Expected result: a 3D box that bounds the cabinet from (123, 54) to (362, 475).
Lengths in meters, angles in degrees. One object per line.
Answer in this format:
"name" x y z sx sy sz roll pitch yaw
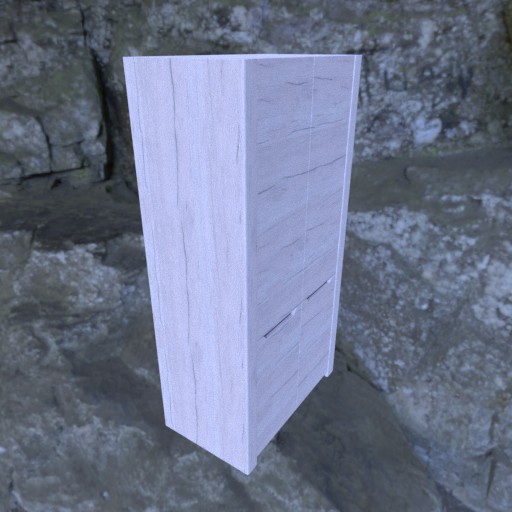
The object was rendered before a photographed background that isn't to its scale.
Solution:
"cabinet" 0.000 0.000 2.344 0.580 1.930 0.980 16 30 31
